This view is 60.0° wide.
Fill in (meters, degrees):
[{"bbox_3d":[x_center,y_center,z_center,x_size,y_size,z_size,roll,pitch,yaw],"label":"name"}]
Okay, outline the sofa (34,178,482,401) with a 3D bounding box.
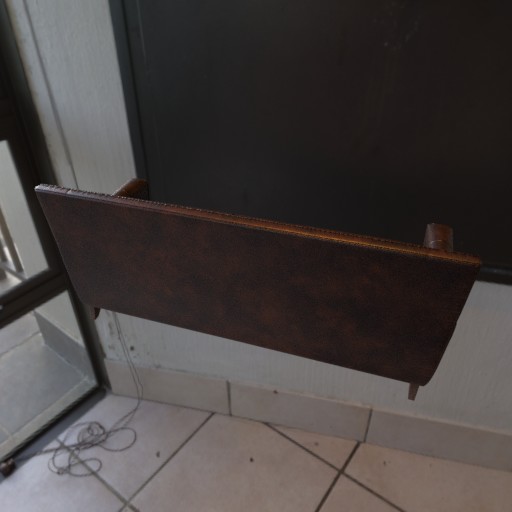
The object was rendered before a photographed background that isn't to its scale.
[{"bbox_3d":[0.000,0.000,2.413,1.995,0.871,0.786,11,36,15],"label":"sofa"}]
